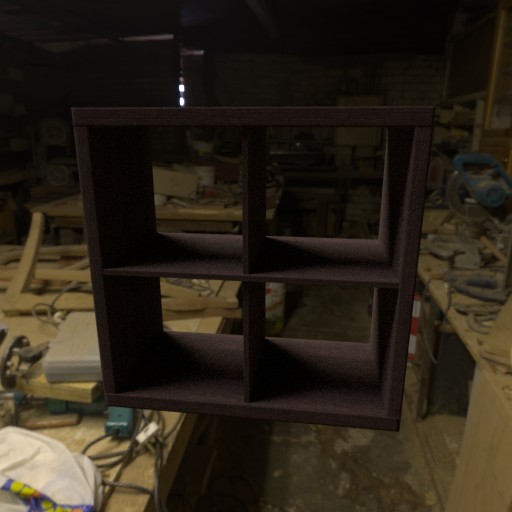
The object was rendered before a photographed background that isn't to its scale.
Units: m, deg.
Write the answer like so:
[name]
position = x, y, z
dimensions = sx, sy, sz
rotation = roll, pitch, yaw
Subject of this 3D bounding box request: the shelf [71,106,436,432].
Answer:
[shelf]
position = 0.000, 0.000, 1.250
dimensions = 0.790, 0.786, 0.390
rotation = 2, 17, 7
